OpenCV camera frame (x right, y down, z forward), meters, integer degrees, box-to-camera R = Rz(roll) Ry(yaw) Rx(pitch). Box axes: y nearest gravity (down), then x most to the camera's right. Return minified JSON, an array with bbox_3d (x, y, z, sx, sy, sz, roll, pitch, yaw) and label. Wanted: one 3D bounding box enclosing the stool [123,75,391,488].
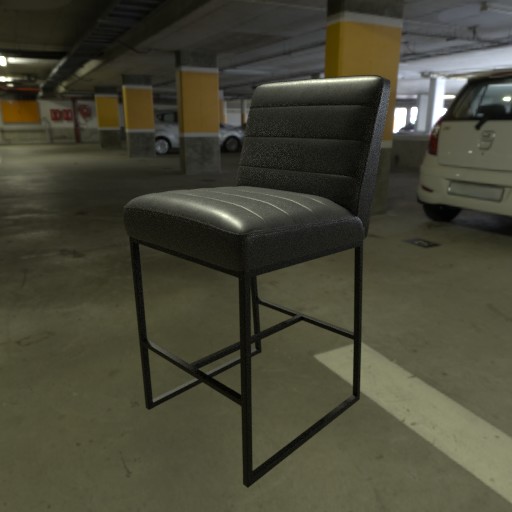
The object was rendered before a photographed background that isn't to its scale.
[{"bbox_3d":[0.000,0.000,1.221,0.457,0.938,0.552,16,23,42],"label":"stool"}]
